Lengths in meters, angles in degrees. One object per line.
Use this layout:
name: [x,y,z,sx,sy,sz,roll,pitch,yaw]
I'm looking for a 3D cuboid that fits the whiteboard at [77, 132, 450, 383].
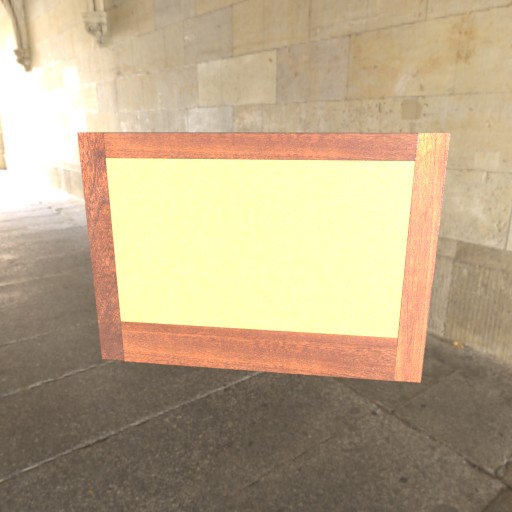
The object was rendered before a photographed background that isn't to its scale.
whiteboard: [0.000,0.000,1.041,0.783,0.559,0.083,2,16,8]
